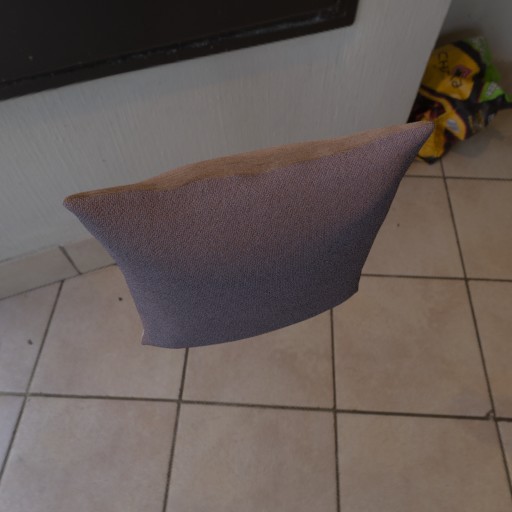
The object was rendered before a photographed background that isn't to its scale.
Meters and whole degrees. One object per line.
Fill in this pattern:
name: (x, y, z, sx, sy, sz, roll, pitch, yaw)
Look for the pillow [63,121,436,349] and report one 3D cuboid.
pillow: (0.000, 0.000, 0.695, 0.452, 0.439, 0.204, -13, 59, -8)
